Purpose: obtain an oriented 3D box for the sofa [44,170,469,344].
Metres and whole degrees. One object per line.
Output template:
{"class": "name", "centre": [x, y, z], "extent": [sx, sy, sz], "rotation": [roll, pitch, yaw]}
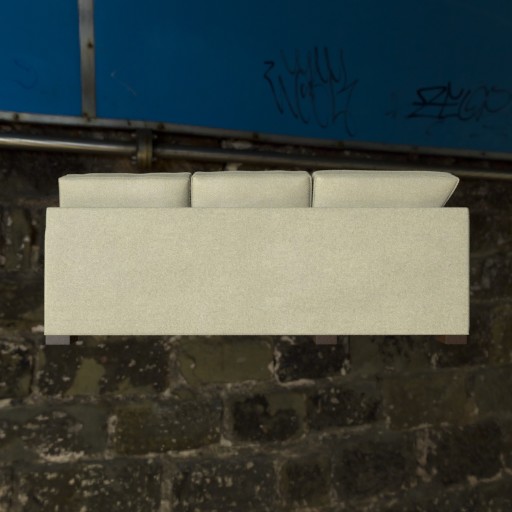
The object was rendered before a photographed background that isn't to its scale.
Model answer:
{"class": "sofa", "centre": [0.000, 0.000, 3.349], "extent": [2.211, 0.936, 2.188], "rotation": [0, -1, -1]}
